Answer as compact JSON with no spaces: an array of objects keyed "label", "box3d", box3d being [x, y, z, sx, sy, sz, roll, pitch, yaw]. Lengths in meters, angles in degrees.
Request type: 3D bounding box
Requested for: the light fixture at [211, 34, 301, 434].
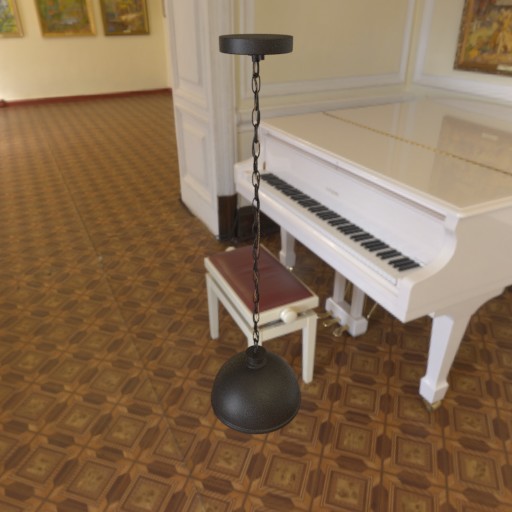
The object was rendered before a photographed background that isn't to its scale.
[{"label":"light fixture","box3d":[0.000,0.000,1.224,0.304,1.090,0.304,-7,31,-13]}]
